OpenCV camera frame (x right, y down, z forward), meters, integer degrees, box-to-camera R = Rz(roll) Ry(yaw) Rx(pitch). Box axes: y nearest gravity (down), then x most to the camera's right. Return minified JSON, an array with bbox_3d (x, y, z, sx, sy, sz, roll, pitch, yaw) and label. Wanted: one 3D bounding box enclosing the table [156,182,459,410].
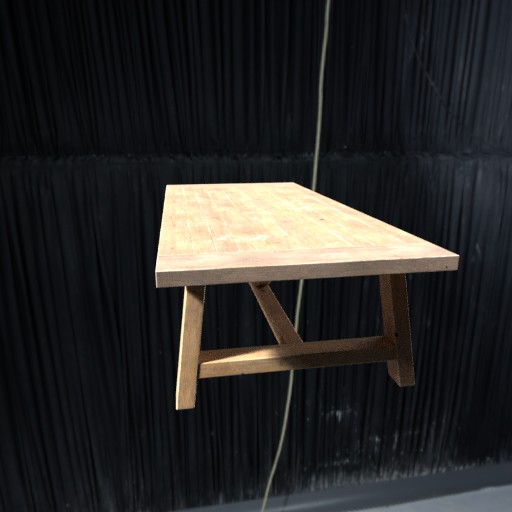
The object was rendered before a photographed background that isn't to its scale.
[{"bbox_3d":[0.000,0.000,2.069,0.820,0.465,1.800,-3,16,-10],"label":"table"}]
